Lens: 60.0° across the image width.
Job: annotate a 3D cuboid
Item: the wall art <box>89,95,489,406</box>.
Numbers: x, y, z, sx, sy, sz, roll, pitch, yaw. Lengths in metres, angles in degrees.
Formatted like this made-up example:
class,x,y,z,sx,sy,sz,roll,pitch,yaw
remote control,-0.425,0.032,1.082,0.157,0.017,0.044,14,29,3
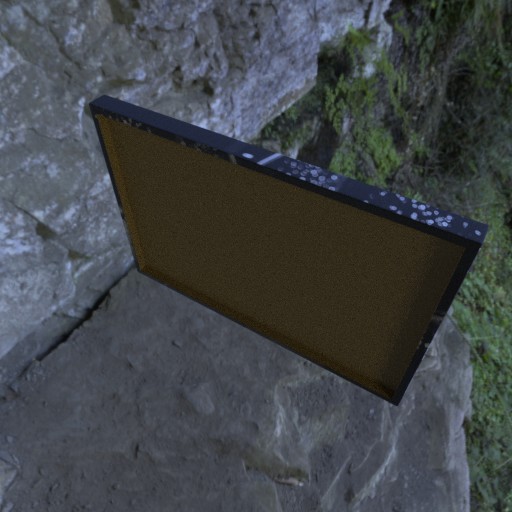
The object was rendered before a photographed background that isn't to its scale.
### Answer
class,x,y,z,sx,sy,sz,roll,pitch,yaw
wall art,0.000,0.000,0.755,0.609,0.406,0.037,24,51,21
